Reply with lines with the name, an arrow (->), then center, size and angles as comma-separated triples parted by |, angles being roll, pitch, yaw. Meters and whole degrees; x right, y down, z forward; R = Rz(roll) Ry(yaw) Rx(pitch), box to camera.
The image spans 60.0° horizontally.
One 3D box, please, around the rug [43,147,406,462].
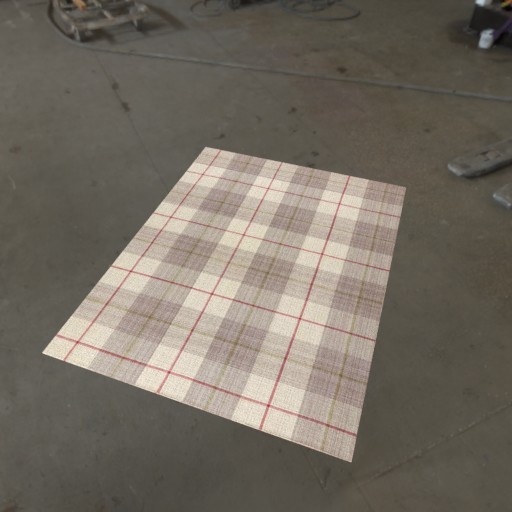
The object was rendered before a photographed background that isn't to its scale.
rug -> 0.000, 0.000, 3.997 | 2.317, 0.016, 2.959 | 14, 48, 14
